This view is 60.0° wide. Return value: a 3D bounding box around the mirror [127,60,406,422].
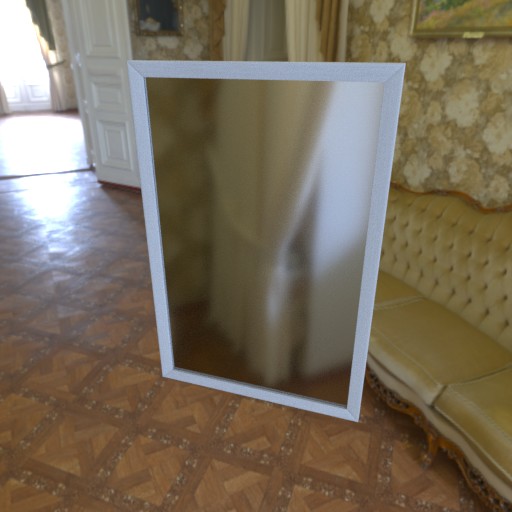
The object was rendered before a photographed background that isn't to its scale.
[{"bbox_3d":[0.000,0.000,1.139,0.609,0.915,0.040,8,26,16],"label":"mirror"}]
